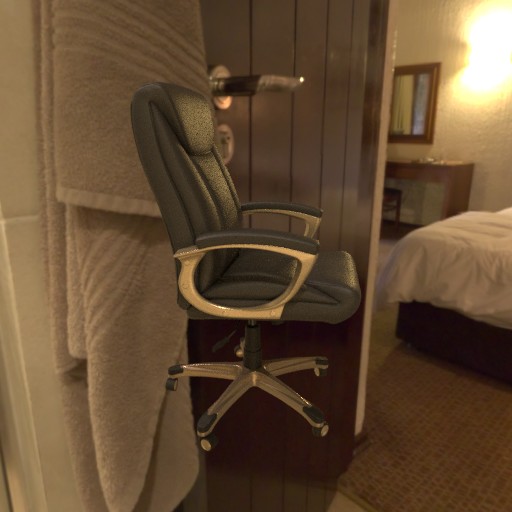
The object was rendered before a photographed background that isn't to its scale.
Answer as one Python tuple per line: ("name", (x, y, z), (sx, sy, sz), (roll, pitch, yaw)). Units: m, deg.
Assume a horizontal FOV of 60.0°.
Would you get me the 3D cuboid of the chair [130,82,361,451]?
("chair", (0.000, 0.000, 1.634), (0.748, 1.188, 0.694), (3, 16, 9))
